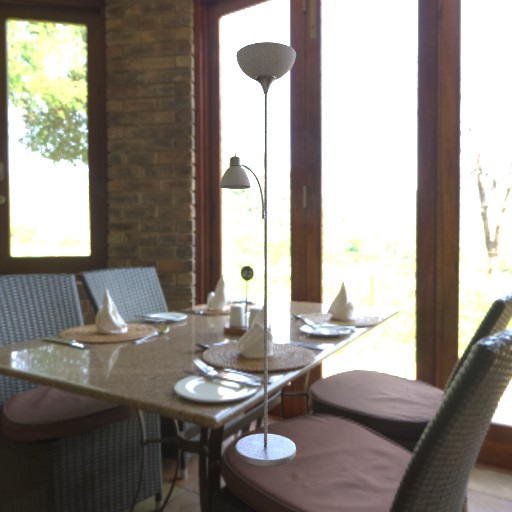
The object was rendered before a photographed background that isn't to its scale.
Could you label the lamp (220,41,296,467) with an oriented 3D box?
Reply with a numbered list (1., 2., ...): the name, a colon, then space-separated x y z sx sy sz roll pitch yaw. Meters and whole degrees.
1. lamp: 0.000 0.000 1.951 0.279 1.804 0.425 1 1 35
